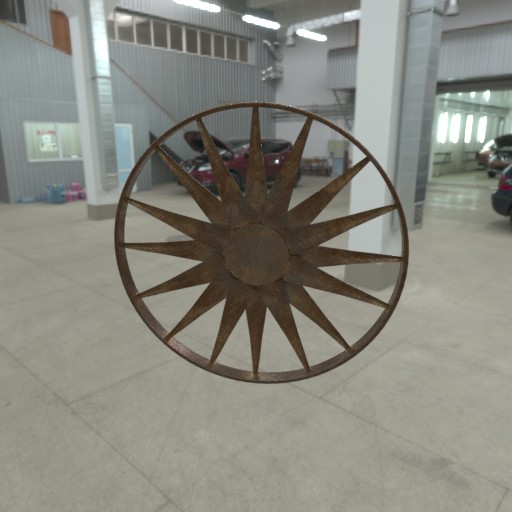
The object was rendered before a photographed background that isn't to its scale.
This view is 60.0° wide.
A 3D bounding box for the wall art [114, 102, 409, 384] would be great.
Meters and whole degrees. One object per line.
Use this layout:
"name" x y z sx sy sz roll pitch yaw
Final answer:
"wall art" 0.000 0.000 0.887 0.582 0.583 0.084 2 15 8
